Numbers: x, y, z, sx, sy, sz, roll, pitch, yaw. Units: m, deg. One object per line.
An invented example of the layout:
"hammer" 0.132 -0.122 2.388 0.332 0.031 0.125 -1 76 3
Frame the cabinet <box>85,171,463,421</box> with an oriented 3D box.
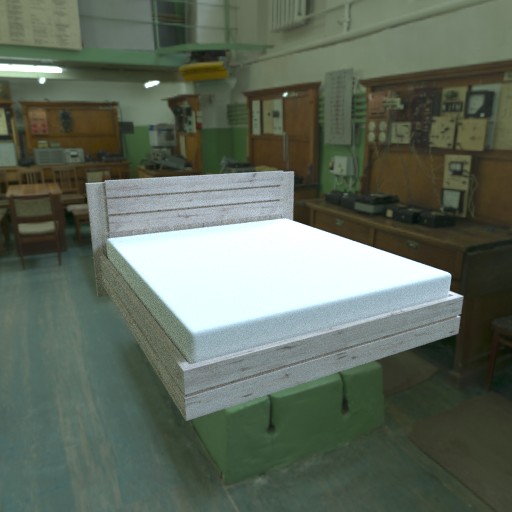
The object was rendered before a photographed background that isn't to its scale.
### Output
"cabinet" 0.000 0.000 3.221 1.950 0.970 2.080 -9 19 -27
